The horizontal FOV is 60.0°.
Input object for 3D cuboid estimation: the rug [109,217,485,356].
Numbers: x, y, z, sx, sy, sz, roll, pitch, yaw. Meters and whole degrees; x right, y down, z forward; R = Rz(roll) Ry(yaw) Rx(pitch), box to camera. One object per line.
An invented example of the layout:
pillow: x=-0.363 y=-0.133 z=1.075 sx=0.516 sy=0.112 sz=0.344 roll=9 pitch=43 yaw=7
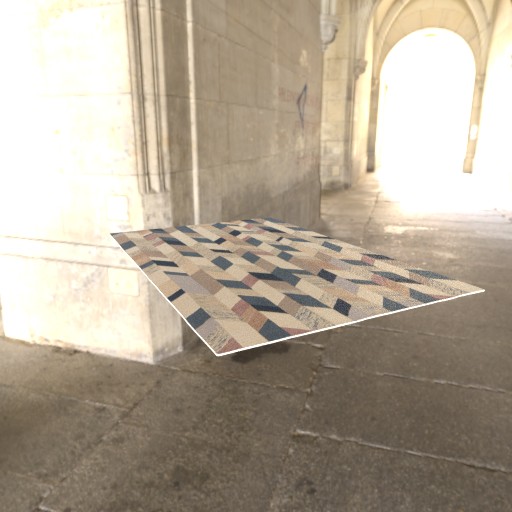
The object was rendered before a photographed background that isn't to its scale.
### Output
rug: x=0.000 y=0.000 z=2.341 sx=1.202 sy=0.006 sz=1.813 roll=-8 pitch=18 yaw=-26
